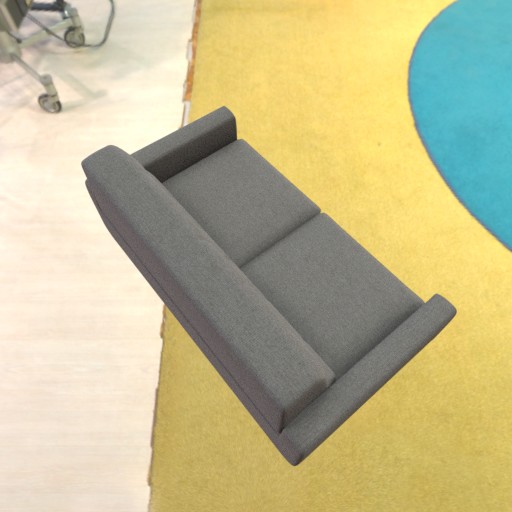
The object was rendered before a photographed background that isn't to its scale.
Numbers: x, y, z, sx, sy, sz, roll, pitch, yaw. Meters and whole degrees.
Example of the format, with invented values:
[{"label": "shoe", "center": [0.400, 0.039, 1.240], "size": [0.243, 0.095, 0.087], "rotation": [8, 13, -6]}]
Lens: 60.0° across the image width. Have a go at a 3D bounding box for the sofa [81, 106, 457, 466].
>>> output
[{"label": "sofa", "center": [0.000, 0.000, 2.154], "size": [0.909, 0.841, 1.631], "rotation": [-35, 65, -19]}]
